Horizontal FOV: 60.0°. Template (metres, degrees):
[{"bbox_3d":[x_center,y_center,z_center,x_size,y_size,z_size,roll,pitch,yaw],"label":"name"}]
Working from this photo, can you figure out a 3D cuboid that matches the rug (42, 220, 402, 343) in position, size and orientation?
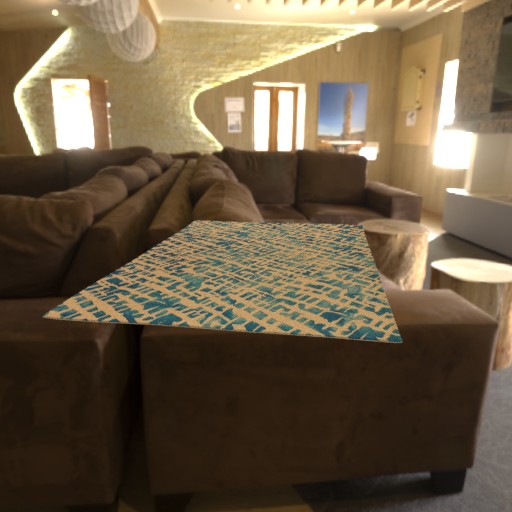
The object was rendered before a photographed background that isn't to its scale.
[{"bbox_3d":[0.000,0.000,2.319,1.209,0.011,1.830,2,16,9],"label":"rug"}]
